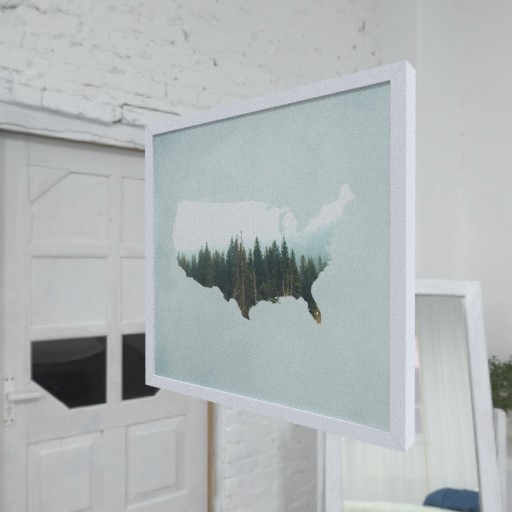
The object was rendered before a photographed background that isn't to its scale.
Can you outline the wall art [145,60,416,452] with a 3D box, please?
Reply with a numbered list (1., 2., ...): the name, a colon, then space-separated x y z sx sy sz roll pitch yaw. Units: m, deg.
1. wall art: 0.000 0.000 0.740 0.509 0.509 0.040 0 1 36
